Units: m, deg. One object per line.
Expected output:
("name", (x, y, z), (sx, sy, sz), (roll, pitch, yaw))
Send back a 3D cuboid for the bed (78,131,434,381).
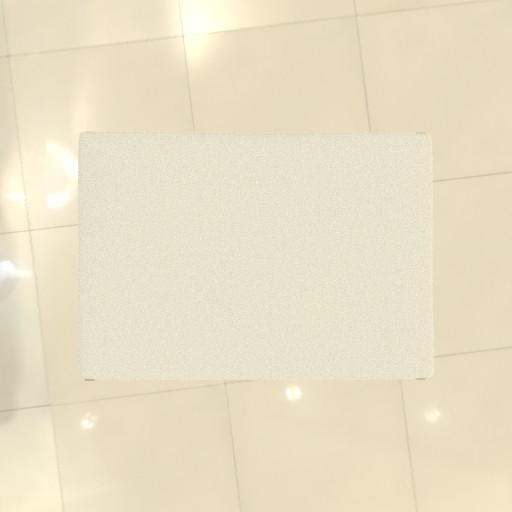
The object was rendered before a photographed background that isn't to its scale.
("bed", (0.000, 0.000, 2.596), (1.985, 0.510, 1.460), (0, 90, -1))
